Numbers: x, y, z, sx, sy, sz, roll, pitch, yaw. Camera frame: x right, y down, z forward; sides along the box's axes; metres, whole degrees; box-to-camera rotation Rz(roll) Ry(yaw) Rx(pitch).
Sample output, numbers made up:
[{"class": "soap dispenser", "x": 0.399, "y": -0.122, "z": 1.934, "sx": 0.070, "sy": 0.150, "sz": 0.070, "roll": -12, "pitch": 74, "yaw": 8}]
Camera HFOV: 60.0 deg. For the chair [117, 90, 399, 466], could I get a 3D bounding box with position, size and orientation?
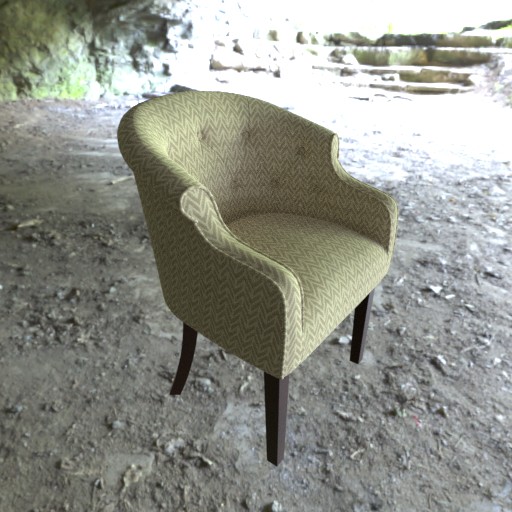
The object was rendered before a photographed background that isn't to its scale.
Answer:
[{"class": "chair", "x": 0.000, "y": 0.000, "z": 1.281, "sx": 0.613, "sy": 0.858, "sz": 0.686, "roll": 19, "pitch": 33, "yaw": 32}]
